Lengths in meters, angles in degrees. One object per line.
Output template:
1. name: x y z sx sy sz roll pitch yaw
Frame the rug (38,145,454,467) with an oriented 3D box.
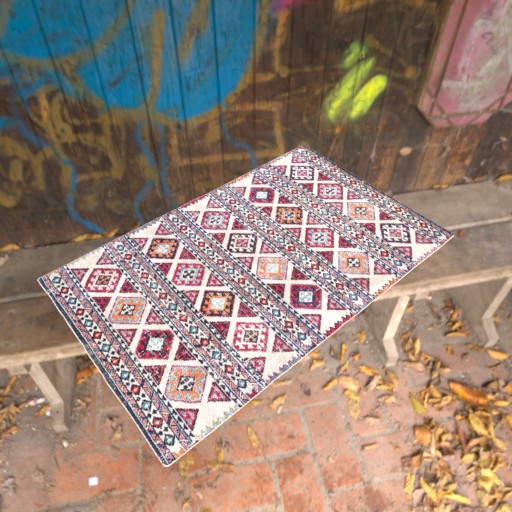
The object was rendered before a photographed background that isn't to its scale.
1. rug: 0.000 0.000 3.025 2.440 0.010 1.545 -32 54 -27
